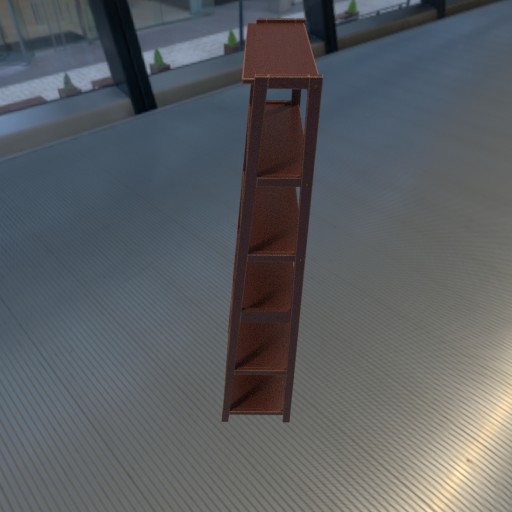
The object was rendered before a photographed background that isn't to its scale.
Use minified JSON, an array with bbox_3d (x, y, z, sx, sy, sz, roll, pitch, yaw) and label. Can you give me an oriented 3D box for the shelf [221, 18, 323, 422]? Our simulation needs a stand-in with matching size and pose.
[{"bbox_3d":[0.000,0.000,2.105,0.381,1.892,0.660,0,41,0],"label":"shelf"}]
